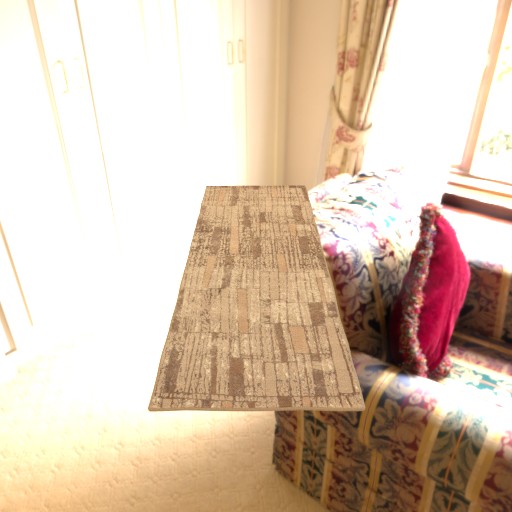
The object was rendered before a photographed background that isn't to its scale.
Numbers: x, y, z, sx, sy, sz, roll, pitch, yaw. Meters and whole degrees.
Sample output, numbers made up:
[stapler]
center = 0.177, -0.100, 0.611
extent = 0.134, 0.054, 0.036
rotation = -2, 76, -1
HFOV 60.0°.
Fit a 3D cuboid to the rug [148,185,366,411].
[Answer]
[rug]
center = 0.000, 0.000, 2.746
extent = 0.857, 0.018, 2.383
rotation = 0, 30, 0
